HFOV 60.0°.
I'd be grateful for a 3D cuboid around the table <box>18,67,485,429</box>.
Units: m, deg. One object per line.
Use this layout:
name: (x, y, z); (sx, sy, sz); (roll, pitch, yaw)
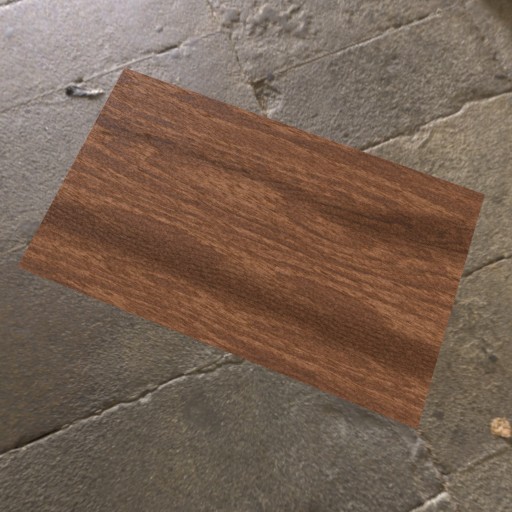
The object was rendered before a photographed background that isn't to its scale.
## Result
table: (0.000, 0.000, 1.819); (1.349, 0.724, 0.801); (21, 77, 5)
